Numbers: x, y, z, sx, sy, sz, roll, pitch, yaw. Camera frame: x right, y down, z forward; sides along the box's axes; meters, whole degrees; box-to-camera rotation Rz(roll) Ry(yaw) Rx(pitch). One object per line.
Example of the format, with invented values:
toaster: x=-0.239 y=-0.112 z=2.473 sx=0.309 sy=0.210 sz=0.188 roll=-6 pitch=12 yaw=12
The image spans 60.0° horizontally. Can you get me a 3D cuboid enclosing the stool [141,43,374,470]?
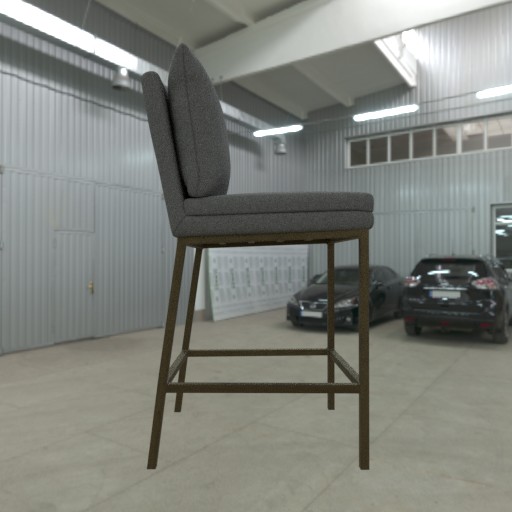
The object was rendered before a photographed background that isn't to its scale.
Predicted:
stool: x=0.000 y=0.000 z=1.284 sx=0.569 sy=1.030 sz=0.463 roll=0 pitch=0 yaw=-1
